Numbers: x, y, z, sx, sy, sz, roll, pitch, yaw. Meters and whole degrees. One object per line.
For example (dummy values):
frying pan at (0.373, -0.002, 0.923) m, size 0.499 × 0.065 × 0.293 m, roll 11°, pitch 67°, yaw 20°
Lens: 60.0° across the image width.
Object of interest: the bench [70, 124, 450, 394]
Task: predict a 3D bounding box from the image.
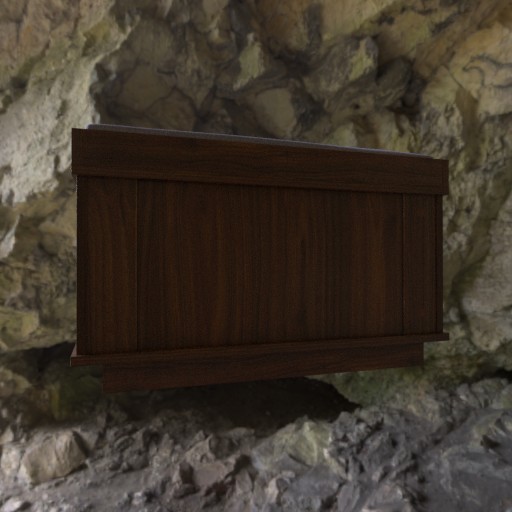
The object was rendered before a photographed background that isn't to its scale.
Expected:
bench at (0.000, 0.000, 0.987) m, size 0.734 × 0.461 × 0.362 m, roll 0°, pitch 0°, yaw -18°
